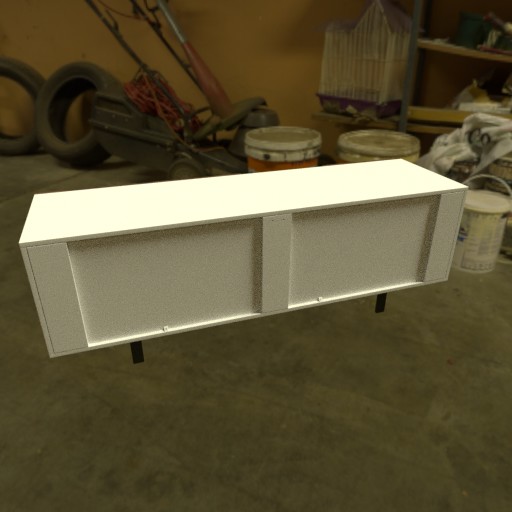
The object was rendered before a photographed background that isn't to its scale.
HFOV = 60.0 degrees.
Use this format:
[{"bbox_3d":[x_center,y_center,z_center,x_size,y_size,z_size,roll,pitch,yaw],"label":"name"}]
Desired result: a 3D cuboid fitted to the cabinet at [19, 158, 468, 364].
[{"bbox_3d":[0.000,0.000,1.714,1.499,0.533,0.431,-9,28,-16],"label":"cabinet"}]
